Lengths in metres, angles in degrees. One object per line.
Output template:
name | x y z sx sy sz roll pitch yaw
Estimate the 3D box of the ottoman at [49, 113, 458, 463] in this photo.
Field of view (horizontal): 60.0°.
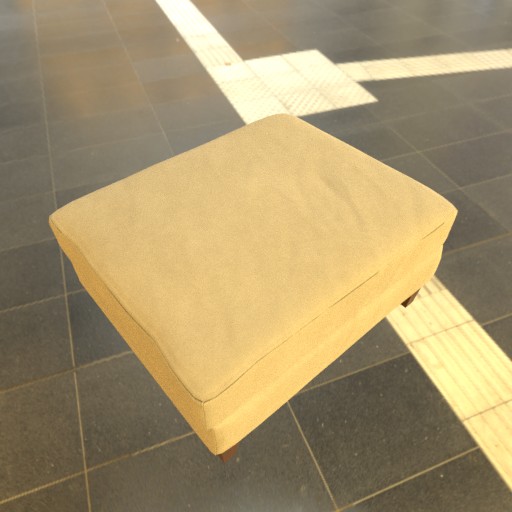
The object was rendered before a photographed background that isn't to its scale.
ottoman | 0.000 0.000 1.487 1.002 0.492 0.836 -32 54 -27
